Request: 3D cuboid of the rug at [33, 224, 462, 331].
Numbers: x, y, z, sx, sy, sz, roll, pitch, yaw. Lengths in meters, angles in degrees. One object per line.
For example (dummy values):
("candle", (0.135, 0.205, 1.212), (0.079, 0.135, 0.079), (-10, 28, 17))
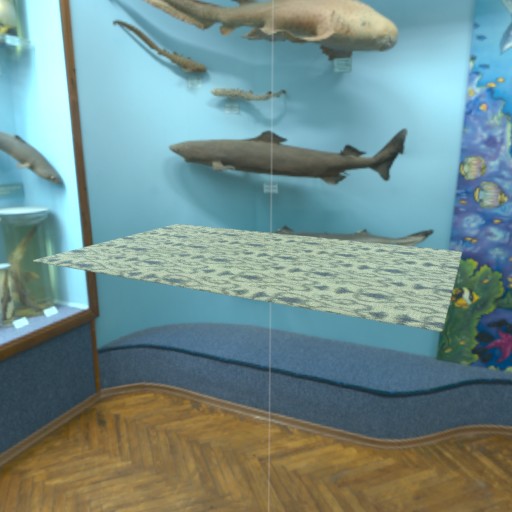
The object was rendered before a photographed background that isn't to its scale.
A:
("rug", (0.000, 0.000, 2.002), (1.652, 0.006, 1.035), (7, 16, 26))
